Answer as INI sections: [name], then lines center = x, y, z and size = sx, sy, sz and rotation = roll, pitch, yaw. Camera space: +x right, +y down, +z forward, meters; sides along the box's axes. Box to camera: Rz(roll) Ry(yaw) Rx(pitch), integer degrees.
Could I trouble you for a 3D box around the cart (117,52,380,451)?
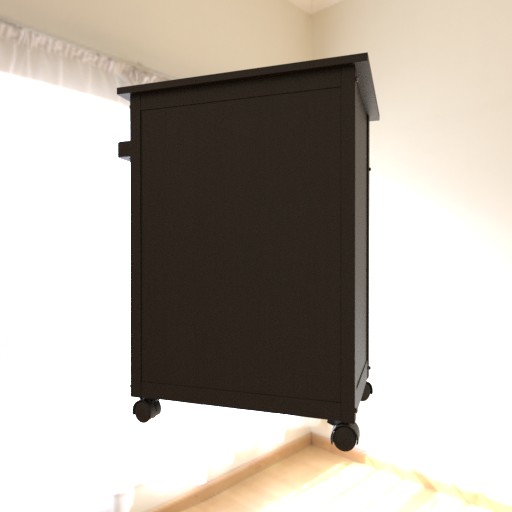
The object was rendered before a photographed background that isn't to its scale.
[cart]
center = 0.000, 0.000, 1.276
size = 0.660, 0.879, 0.456
rotation = 0, 0, 19
